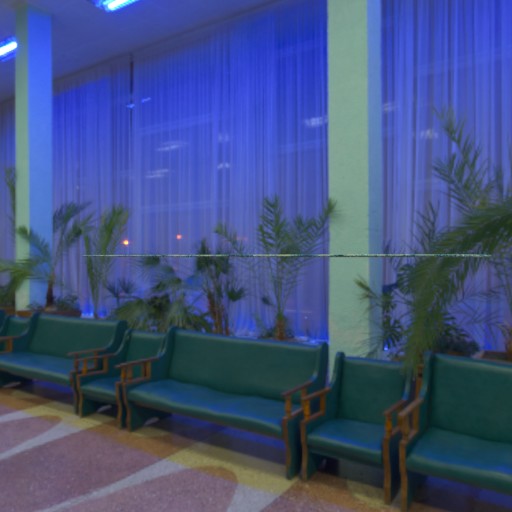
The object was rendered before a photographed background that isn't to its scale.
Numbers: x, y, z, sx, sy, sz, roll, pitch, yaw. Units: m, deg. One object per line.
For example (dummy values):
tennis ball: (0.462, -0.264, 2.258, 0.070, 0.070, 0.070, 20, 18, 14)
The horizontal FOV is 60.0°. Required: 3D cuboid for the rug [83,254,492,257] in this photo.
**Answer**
rug: (0.000, 0.000, 2.671, 2.435, 0.011, 0.750, 0, 0, 36)
